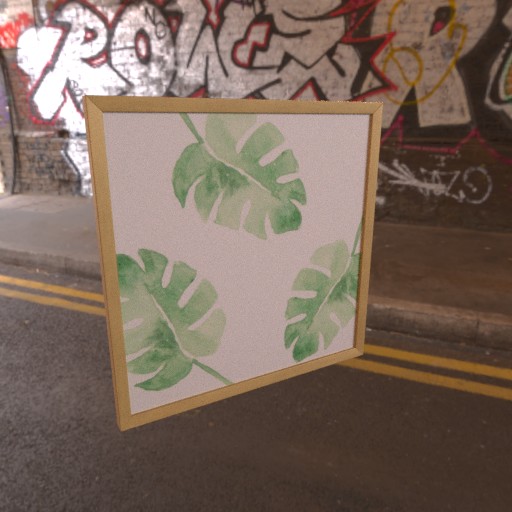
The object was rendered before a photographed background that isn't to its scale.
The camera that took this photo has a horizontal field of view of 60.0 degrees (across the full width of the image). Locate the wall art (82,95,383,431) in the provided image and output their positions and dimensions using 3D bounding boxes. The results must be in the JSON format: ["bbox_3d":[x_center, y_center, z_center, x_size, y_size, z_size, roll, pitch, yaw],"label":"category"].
[{"bbox_3d":[0.000,0.000,1.145,0.763,0.763,0.037,-9,19,-27],"label":"wall art"}]
